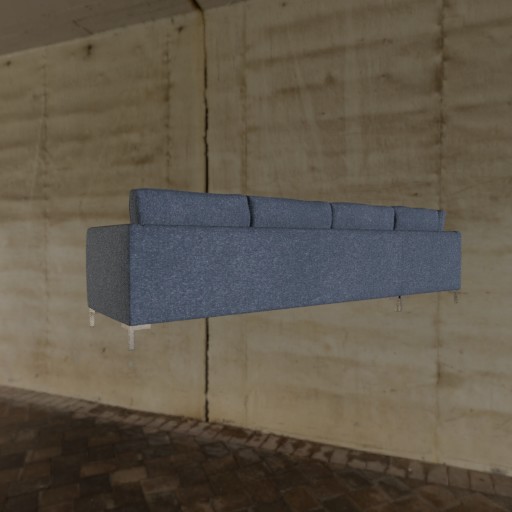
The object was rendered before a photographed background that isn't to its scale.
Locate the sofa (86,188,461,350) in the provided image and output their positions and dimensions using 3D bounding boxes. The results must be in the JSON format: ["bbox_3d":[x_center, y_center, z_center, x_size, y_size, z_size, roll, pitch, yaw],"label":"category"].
[{"bbox_3d":[0.000,0.000,3.770,2.949,0.815,2.007,-1,2,-35],"label":"sofa"}]
